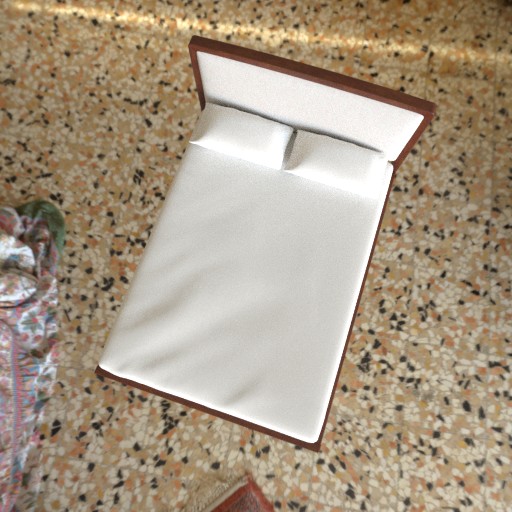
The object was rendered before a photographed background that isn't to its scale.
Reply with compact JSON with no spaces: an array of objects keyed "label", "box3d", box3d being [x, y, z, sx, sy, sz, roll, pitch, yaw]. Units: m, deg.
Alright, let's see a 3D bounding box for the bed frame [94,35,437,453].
[{"label":"bed frame","box3d":[0.000,0.000,3.048,1.587,1.279,2.171,18,76,5]}]
